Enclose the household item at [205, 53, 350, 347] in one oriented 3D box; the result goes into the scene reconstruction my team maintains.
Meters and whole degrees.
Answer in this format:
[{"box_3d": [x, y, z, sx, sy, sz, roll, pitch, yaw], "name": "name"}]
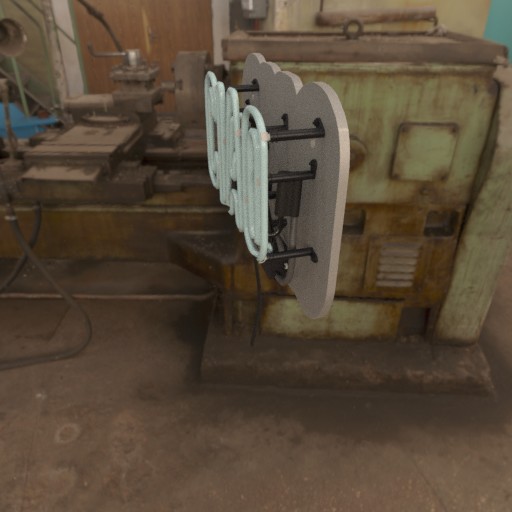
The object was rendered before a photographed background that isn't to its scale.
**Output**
[{"box_3d": [0.000, 0.000, 0.370, 0.042, 0.294, 0.211, -8, 32, -13], "name": "household item"}]
